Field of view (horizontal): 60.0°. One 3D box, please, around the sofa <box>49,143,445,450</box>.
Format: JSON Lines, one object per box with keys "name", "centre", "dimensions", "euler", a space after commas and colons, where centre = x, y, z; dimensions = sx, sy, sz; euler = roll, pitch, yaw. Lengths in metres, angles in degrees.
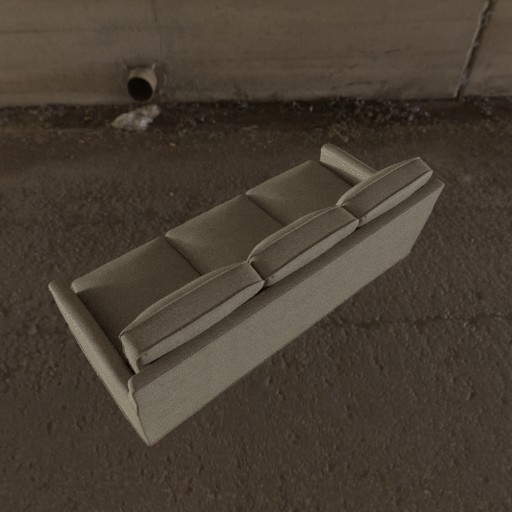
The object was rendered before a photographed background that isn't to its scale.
{"name": "sofa", "centre": [0.000, 0.000, 2.790], "dimensions": [2.246, 1.003, 1.084], "euler": [-31, 54, -26]}
